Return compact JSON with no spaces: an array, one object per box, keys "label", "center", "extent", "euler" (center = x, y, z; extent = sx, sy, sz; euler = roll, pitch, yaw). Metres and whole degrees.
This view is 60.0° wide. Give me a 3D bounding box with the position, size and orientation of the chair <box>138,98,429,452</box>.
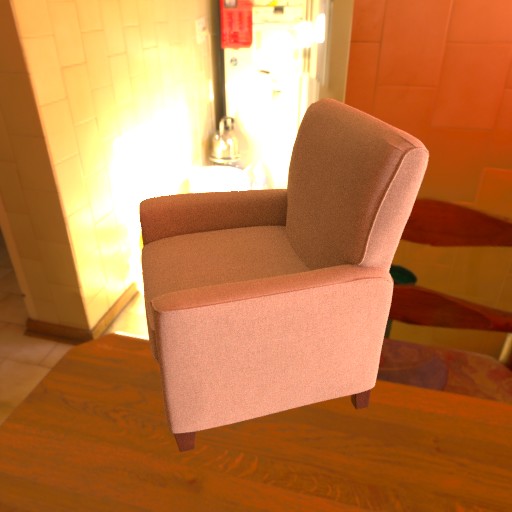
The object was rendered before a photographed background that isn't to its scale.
[{"label":"chair","center":[0.000,0.000,1.670],"extent":[0.859,1.023,0.845],"euler":[-8,31,-14]}]
